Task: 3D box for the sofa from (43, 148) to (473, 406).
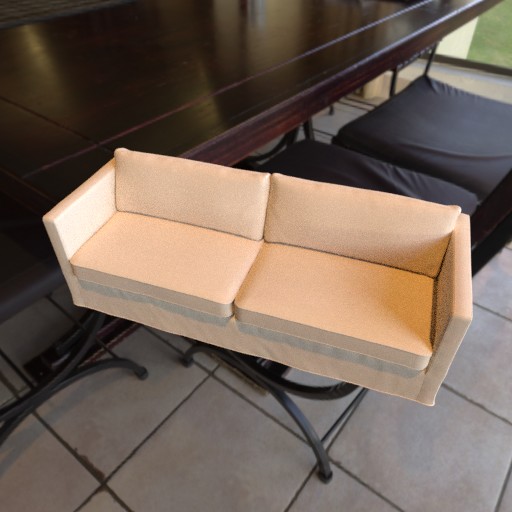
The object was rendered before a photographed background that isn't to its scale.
[{"bbox_3d":[0.000,0.000,3.221,2.779,0.999,1.036,13,43,14],"label":"sofa"}]
